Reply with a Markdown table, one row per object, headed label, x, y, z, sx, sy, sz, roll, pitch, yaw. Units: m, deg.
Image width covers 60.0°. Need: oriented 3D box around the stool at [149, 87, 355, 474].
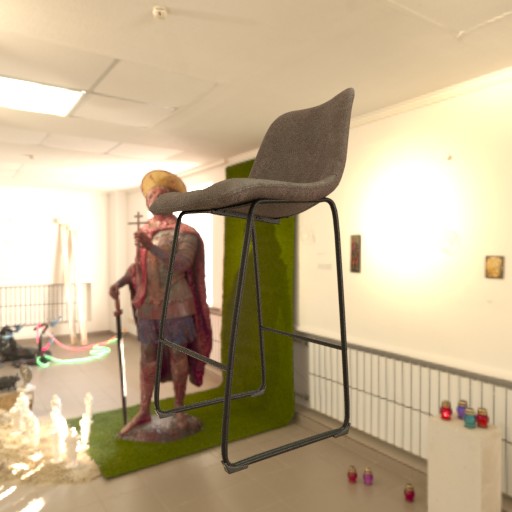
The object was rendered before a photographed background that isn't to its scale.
| label | x | y | z | sx | sy | sz | roll | pitch | yaw |
| --- | --- | --- | --- | --- | --- | --- | --- | --- | --- |
| stool | 0.000 | 0.000 | 1.426 | 0.561 | 1.082 | 0.514 | -1 | 1 | -35 |
